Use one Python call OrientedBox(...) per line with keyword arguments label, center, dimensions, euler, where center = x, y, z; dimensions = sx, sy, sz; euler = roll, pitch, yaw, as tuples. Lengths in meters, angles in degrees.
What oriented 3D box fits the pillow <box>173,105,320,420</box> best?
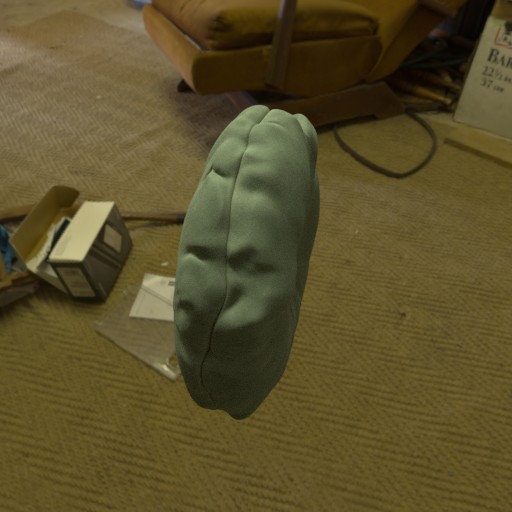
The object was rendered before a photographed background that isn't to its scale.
OrientedBox(label="pillow", center=(0.000, 0.000, 0.637), dimensions=(0.148, 0.407, 0.428), euler=(10, 47, 10))
